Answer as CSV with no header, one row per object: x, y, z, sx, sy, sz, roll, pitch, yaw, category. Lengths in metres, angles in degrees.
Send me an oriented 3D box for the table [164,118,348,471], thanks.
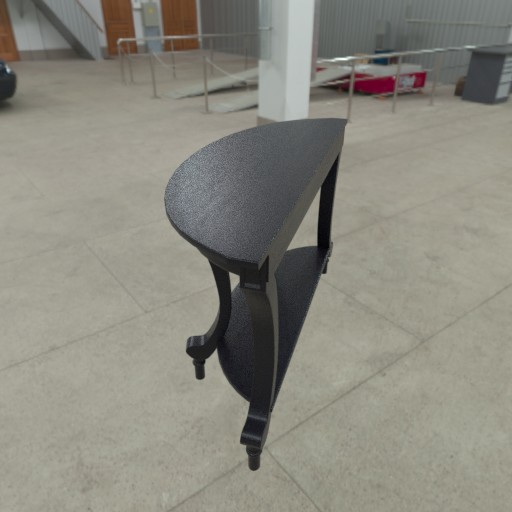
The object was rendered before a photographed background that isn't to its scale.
0.000,0.000,1.517,0.394,0.692,1.198,9,31,15,table
